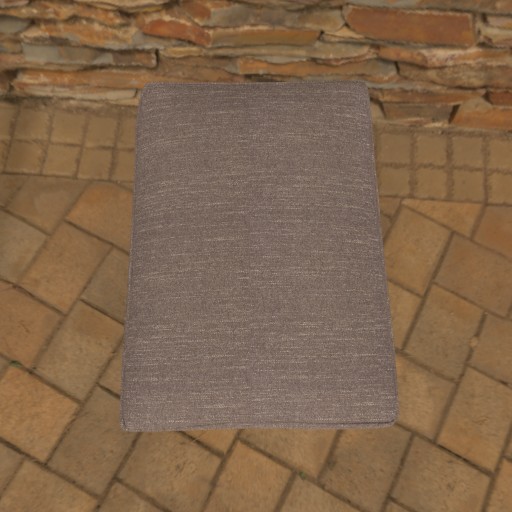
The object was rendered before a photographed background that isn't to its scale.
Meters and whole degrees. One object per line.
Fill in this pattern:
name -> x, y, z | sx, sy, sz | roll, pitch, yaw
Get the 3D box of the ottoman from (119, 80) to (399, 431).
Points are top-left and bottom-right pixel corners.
ottoman -> 0.000, 0.000, 0.956 | 0.508, 0.406, 0.686 | -1, 74, 0
